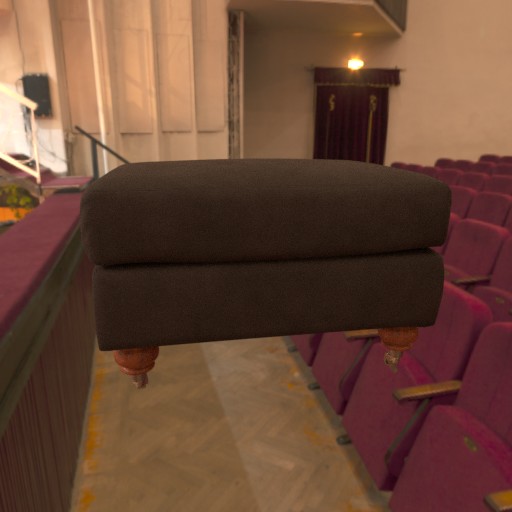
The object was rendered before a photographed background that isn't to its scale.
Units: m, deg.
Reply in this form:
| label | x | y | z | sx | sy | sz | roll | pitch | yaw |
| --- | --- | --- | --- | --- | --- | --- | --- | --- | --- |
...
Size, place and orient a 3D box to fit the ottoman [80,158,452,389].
| label | x | y | z | sx | sy | sz | roll | pitch | yaw |
| --- | --- | --- | --- | --- | --- | --- | --- | --- | --- |
| ottoman | 0.000 | 0.000 | 1.169 | 0.773 | 0.497 | 0.574 | -3 | 16 | -10 |
